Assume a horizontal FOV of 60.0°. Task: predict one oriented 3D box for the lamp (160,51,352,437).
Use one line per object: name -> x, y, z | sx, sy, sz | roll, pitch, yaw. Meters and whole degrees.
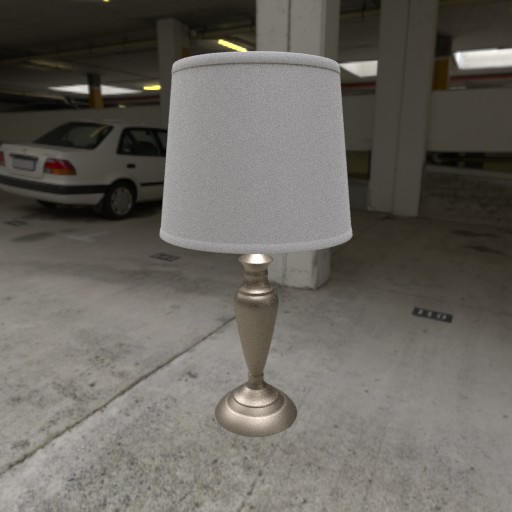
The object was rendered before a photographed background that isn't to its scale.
lamp -> 0.000, 0.000, 0.783 | 0.328, 0.619, 0.328 | 0, 14, 0
